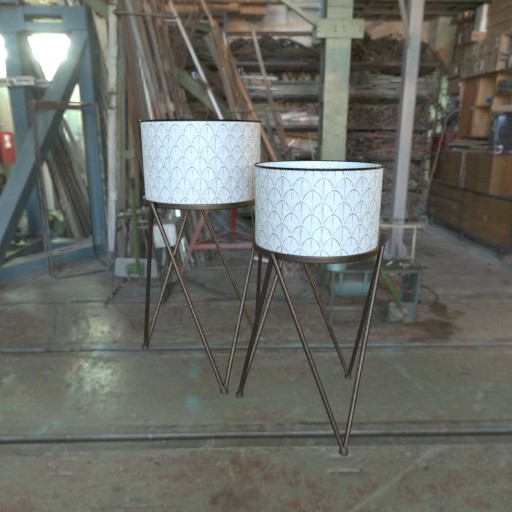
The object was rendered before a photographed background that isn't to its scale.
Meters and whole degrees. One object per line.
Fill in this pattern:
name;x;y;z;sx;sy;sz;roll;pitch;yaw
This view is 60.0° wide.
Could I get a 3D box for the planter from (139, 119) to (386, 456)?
planter;0.000;0.000;1.211;0.769;0.712;0.413;14;21;41
